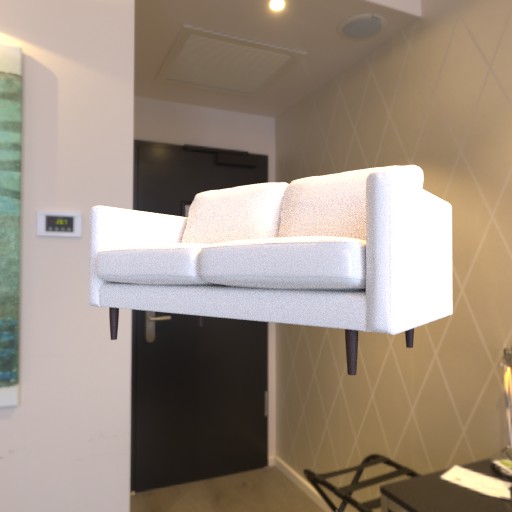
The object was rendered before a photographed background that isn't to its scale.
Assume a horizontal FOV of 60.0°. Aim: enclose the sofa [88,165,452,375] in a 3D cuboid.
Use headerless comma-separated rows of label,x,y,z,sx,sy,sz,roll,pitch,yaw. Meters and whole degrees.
sofa,0.000,0.000,2.289,1.713,0.893,0.940,-1,-2,36
